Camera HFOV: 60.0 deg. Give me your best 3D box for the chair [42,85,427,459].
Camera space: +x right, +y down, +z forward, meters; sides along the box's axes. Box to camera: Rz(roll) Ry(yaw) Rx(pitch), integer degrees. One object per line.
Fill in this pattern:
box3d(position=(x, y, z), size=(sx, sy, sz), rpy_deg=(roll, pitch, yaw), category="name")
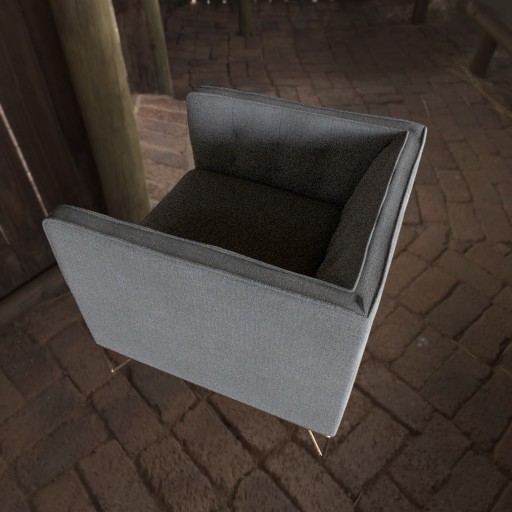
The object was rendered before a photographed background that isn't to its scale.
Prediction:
box3d(position=(0.000, 0.000, 1.617), size=(0.912, 0.799, 0.920), rpy_deg=(17, 48, 16), category="chair")
